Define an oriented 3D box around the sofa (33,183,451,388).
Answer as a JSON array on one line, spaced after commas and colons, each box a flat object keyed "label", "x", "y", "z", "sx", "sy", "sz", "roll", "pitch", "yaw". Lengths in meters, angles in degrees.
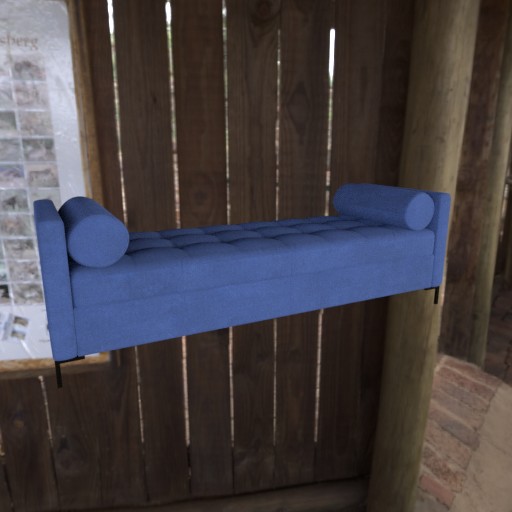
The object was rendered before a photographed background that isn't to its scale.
[{"label": "sofa", "x": 0.000, "y": 0.000, "z": 2.270, "sx": 1.981, "sy": 0.635, "sz": 0.686, "roll": -7, "pitch": 16, "yaw": -26}]
